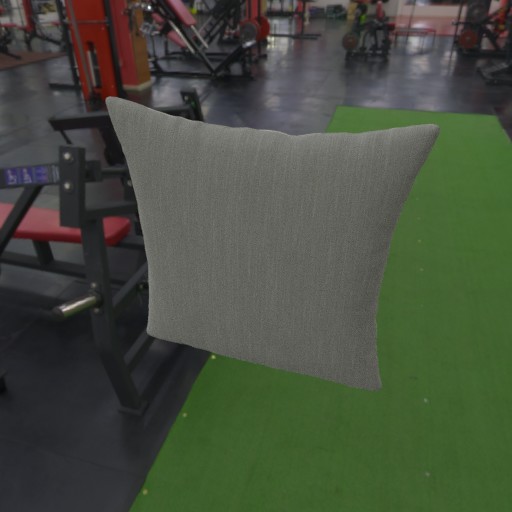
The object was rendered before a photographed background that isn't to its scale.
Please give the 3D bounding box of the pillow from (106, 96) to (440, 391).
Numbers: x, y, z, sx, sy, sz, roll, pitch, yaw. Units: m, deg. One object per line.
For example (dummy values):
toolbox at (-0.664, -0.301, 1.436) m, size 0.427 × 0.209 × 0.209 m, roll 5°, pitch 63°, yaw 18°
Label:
pillow at (0.000, 0.000, 0.784) m, size 0.511 × 0.509 × 0.161 m, roll 10°, pitch 34°, yaw 15°
